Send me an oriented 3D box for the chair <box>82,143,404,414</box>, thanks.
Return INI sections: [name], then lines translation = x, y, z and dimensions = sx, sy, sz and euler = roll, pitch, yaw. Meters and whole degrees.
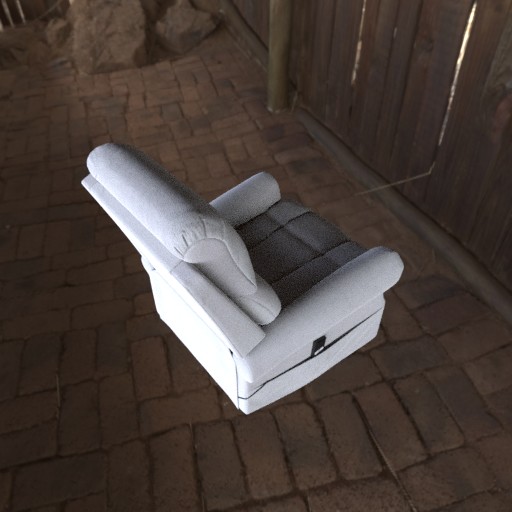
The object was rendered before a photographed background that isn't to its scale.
[chair]
translation = 0.000, 0.000, 1.768
dimensions = 0.979, 1.031, 0.871
euler = -28, 48, -28
